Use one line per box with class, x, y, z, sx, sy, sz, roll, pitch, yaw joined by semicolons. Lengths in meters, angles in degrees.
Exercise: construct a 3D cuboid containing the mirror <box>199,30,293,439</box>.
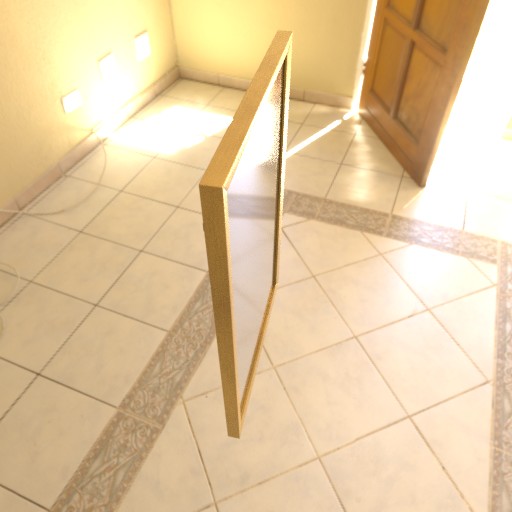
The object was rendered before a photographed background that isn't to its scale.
mirror;0.000;0.000;1.169;0.040;0.915;0.609;9;47;9
